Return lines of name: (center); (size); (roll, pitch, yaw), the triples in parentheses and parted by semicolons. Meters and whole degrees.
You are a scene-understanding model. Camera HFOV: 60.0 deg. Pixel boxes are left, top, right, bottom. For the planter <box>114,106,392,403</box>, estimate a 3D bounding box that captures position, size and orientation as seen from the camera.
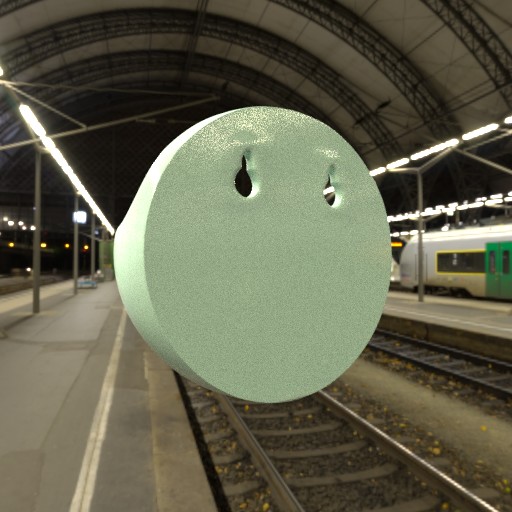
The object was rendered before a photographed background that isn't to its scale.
planter: (0.000, 0.000, 0.278); (0.189, 0.164, 0.073); (1, -1, -36)
